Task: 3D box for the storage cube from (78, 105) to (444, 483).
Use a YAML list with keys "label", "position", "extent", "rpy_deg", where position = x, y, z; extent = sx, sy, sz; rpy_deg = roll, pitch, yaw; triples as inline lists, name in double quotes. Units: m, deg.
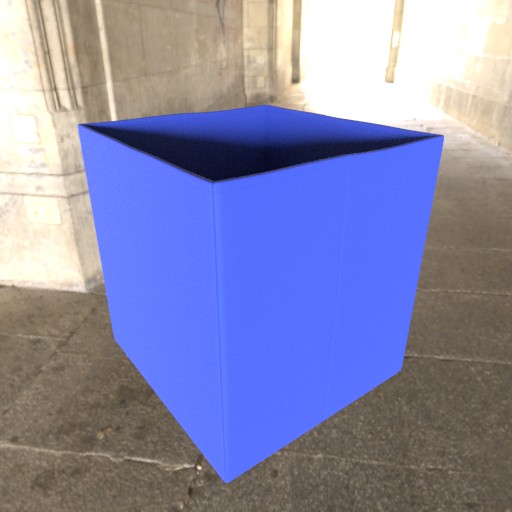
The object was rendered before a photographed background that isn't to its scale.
- label: "storage cube"
  position: [0.000, 0.000, 0.498]
  extent: [0.270, 0.280, 0.270]
  rpy_deg: [-18, 32, -33]
